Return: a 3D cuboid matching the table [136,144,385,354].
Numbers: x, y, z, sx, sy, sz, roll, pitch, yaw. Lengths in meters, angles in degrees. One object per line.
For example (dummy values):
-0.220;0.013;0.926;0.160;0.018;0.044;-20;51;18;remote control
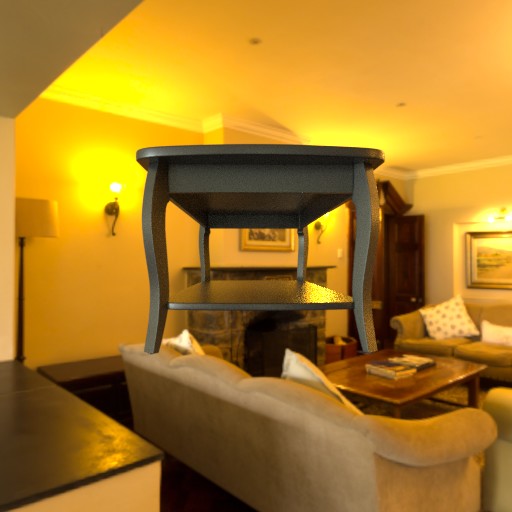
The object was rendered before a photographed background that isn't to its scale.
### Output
0.000;0.000;1.597;0.571;0.457;1.333;0;-1;-1;table
